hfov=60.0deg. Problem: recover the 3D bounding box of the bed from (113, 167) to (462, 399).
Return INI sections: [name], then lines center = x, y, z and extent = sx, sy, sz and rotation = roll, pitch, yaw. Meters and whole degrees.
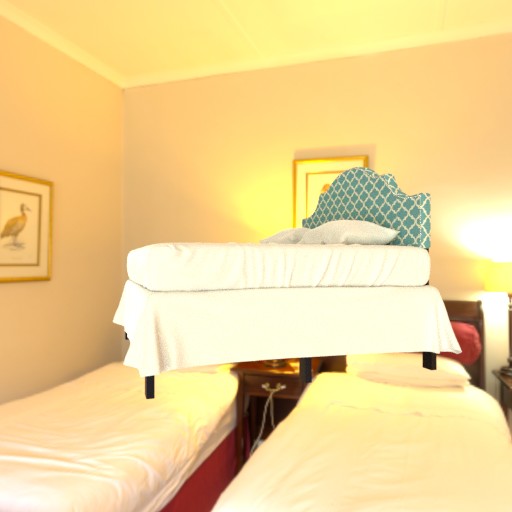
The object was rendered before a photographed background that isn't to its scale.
[bed]
center = 0.000, 0.000, 3.715
extent = 2.222, 1.601, 2.314
rotation = 0, -1, -20
